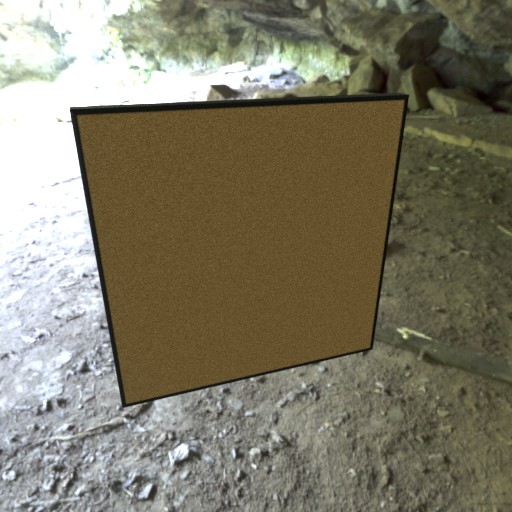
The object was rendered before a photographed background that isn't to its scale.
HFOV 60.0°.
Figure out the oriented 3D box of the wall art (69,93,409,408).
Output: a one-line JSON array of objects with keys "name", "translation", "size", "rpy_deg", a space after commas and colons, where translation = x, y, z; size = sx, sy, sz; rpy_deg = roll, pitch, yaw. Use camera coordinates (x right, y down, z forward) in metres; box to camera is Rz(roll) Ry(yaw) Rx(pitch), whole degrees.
[{"name": "wall art", "translation": [0.000, 0.000, 0.764], "size": [0.513, 0.511, 0.028], "rpy_deg": [-9, 27, -17]}]
